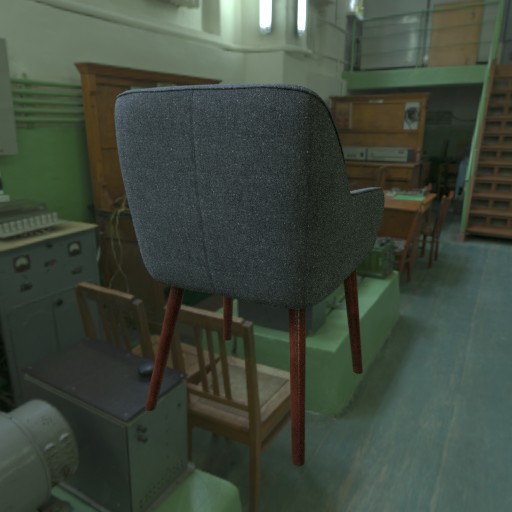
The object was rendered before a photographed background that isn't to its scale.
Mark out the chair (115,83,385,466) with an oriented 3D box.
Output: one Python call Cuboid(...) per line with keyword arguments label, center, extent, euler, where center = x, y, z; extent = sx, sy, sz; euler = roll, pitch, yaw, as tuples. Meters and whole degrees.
Cuboid(label="chair", center=(0.000, 0.000, 1.155), extent=(0.543, 0.803, 0.519), euler=(9, 19, 26))
